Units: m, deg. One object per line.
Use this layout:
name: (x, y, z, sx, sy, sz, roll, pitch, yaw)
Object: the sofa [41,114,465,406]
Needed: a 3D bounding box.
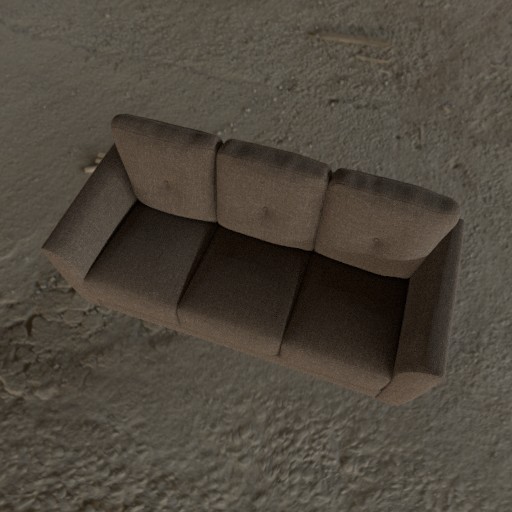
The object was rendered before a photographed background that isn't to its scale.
sofa: (0.000, 0.000, 2.234, 1.847, 0.891, 0.837, 17, 60, 10)
